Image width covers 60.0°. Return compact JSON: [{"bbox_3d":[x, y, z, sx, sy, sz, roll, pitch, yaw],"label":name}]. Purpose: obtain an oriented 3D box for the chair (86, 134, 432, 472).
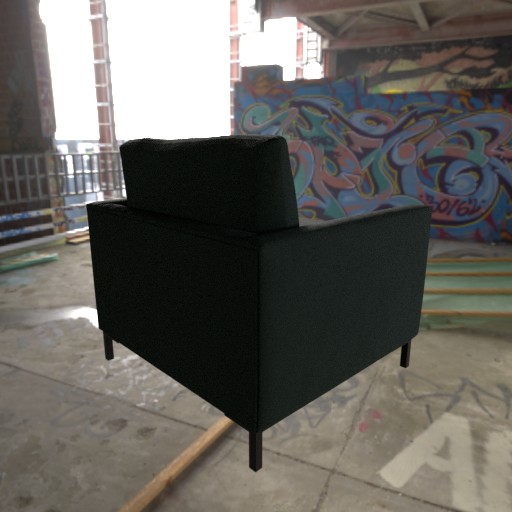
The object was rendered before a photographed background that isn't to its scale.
[{"bbox_3d":[0.000,0.000,1.644,0.866,0.861,0.963,-14,20,-42],"label":"chair"}]
